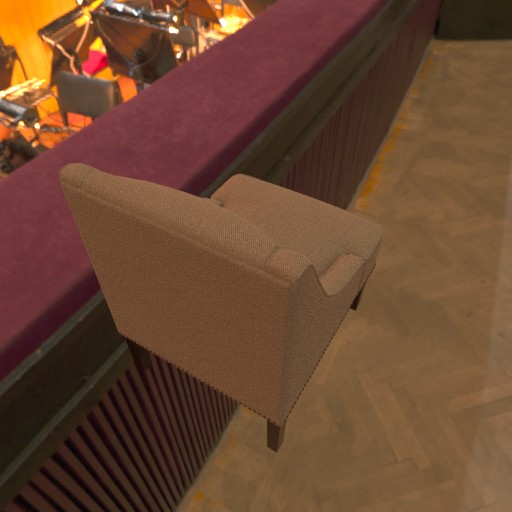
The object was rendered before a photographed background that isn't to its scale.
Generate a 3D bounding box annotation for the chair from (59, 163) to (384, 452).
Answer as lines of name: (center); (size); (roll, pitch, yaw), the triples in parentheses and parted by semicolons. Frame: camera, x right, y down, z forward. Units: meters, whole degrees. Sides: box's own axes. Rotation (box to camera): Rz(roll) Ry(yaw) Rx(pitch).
chair: (0.000, 0.000, 1.416); (0.628, 0.872, 0.748); (24, 51, 21)
